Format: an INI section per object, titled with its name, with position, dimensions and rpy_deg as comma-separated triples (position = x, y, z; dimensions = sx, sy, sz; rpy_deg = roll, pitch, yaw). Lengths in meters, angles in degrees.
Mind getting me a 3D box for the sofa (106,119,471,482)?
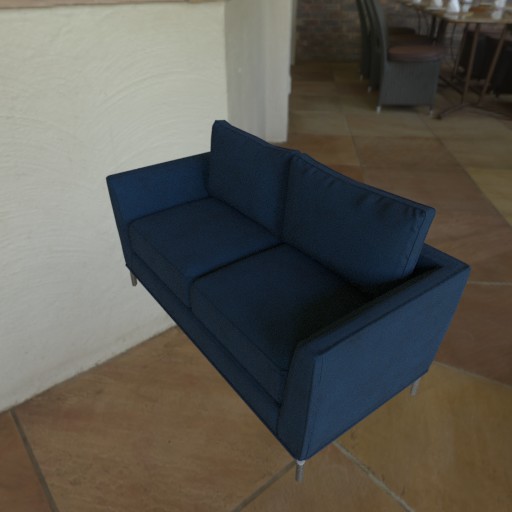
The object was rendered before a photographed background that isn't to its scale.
[sofa]
position = 0.000, 0.000, 2.272
dimensions = 0.853, 1.002, 1.770
rpy_deg = -22, 38, -30
